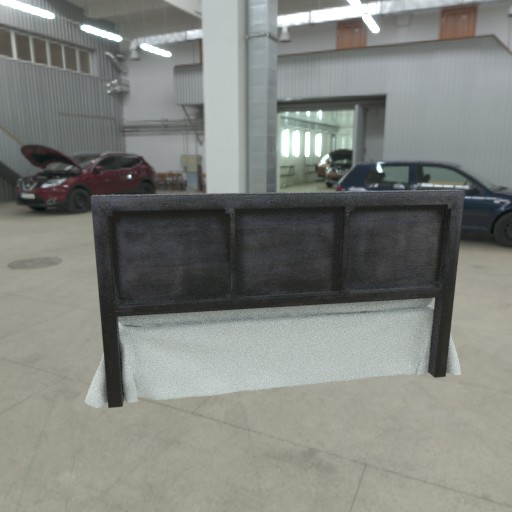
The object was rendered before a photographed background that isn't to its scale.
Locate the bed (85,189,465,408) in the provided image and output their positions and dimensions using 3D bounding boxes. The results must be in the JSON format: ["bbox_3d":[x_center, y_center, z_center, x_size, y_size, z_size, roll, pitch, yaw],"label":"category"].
[{"bbox_3d":[0.000,0.000,3.468,2.255,1.158,2.165,-2,13,-10],"label":"bed"}]
